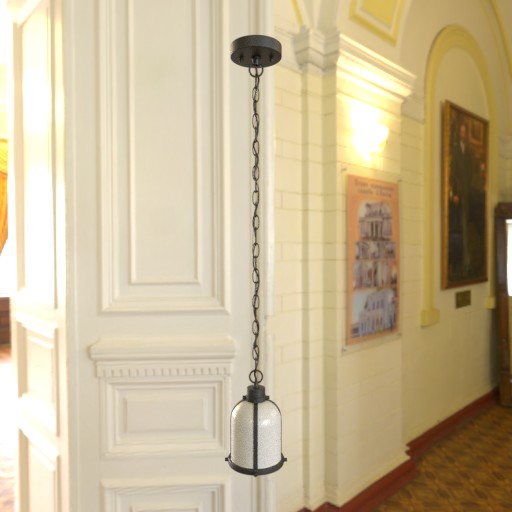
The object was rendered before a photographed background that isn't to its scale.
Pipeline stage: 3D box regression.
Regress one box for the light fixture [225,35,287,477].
[{"bbox_3d":[0.000,0.000,1.262,0.178,1.181,0.178,0,1,1],"label":"light fixture"}]
